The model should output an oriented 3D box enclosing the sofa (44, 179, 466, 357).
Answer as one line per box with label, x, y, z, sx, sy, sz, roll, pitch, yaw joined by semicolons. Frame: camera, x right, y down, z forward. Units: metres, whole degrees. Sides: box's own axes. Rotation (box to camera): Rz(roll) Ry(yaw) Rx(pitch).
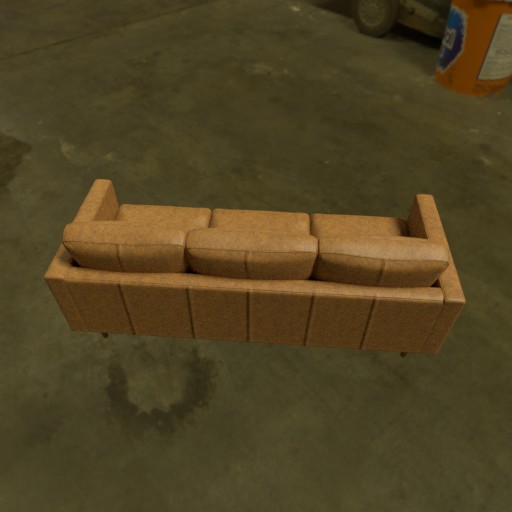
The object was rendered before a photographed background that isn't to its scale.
sofa;0.000;0.000;2.792;2.231;0.930;0.903;3;47;3
